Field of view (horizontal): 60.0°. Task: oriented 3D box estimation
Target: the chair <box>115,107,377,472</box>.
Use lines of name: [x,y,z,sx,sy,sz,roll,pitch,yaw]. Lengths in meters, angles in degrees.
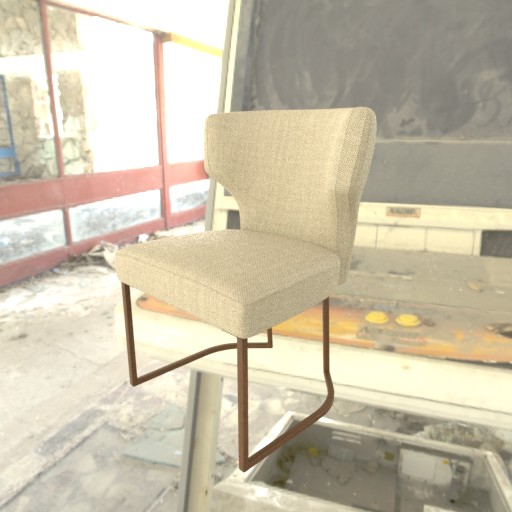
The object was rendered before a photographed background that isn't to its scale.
chair: [0.000,0.000,1.284,0.617,0.824,0.611,-15,22,-42]
